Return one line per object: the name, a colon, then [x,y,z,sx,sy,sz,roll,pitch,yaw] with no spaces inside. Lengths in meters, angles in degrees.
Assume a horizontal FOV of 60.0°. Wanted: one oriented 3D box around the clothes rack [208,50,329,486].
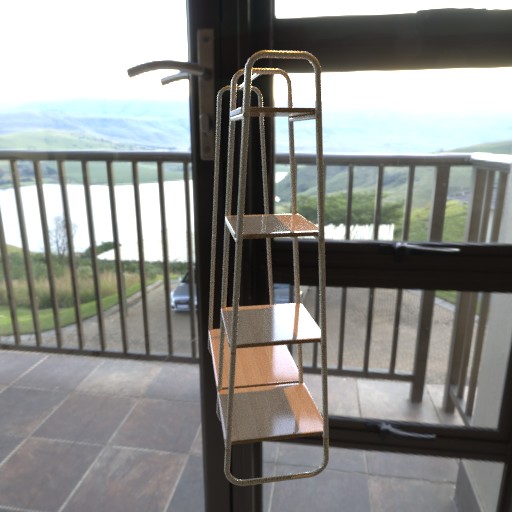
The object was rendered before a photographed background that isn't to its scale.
clothes rack: [0.000,0.000,1.952,0.400,1.500,1.011,-3,16,-9]
